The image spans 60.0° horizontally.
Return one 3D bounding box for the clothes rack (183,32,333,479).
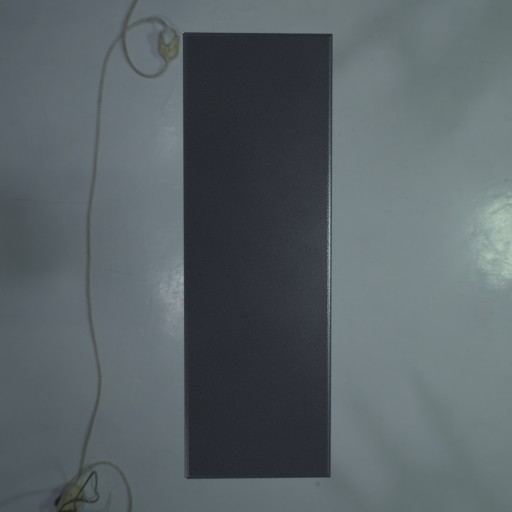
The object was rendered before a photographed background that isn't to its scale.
[{"bbox_3d":[0.000,0.000,1.479,0.406,0.556,1.219,0,92,-1],"label":"clothes rack"}]
